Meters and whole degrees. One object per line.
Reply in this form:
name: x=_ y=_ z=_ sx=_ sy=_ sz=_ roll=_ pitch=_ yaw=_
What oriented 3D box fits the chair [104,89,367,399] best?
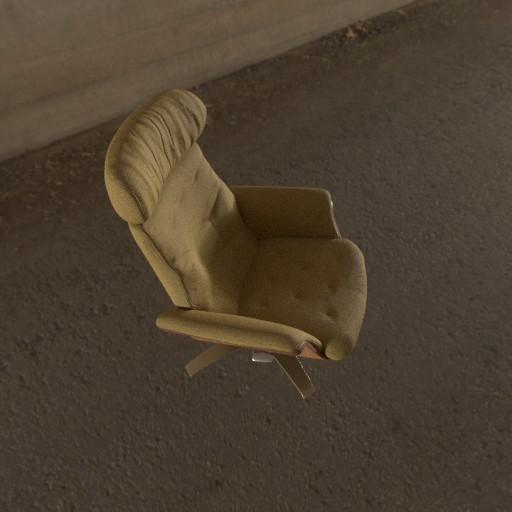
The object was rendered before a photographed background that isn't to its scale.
chair: x=0.000 y=0.000 z=1.599 sx=0.837 sy=0.995 sz=0.785 roll=10 pitch=48 yaw=10
